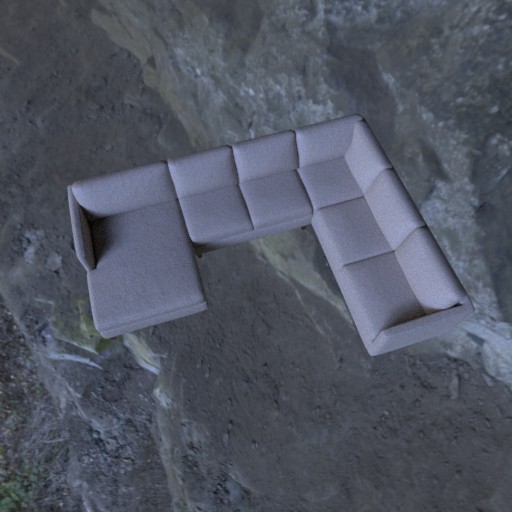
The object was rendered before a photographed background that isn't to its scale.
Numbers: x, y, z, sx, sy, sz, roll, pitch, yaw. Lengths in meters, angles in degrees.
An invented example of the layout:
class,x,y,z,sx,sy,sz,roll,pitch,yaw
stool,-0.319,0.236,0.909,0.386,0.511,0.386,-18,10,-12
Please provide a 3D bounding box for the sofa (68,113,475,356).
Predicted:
class,x,y,z,sx,sy,sz,roll,pitch,yaw
sofa,0.000,0.000,4.529,3.403,0.889,2.551,-16,63,-8
